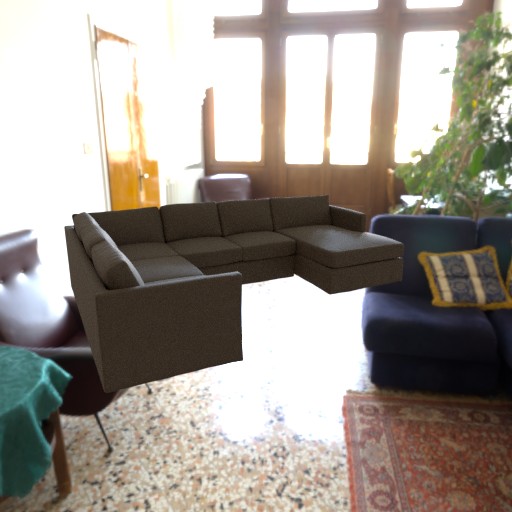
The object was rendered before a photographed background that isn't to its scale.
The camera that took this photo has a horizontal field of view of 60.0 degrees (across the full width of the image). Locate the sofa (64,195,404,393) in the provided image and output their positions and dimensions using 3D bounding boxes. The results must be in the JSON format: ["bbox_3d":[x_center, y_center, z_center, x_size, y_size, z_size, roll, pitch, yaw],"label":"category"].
[{"bbox_3d":[0.000,0.000,4.585,3.460,0.882,2.427,-8,17,-26],"label":"sofa"}]
